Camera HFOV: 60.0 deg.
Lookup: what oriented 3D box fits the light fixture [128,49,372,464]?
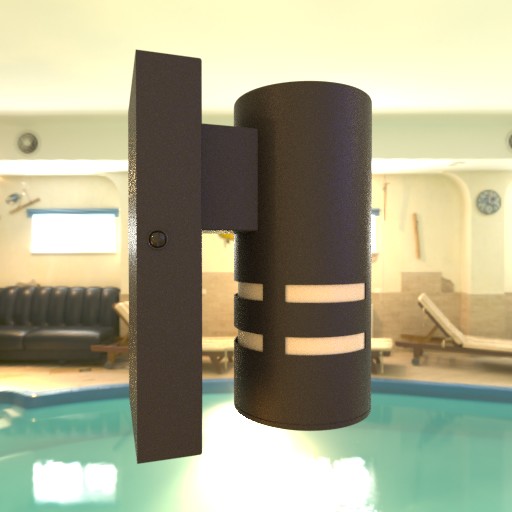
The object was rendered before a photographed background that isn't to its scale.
[{"bbox_3d":[0.000,0.000,0.255,0.138,0.179,0.098,0,1,-18],"label":"light fixture"}]
